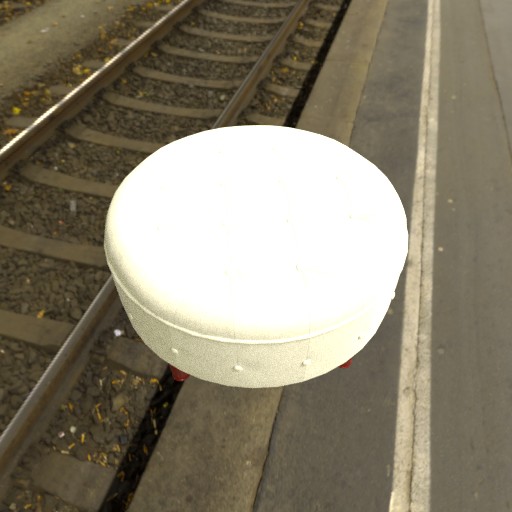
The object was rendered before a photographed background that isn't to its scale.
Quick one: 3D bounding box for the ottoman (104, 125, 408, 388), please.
[{"bbox_3d":[0.000,0.000,1.390,0.850,0.483,0.850,0,46,0],"label":"ottoman"}]
